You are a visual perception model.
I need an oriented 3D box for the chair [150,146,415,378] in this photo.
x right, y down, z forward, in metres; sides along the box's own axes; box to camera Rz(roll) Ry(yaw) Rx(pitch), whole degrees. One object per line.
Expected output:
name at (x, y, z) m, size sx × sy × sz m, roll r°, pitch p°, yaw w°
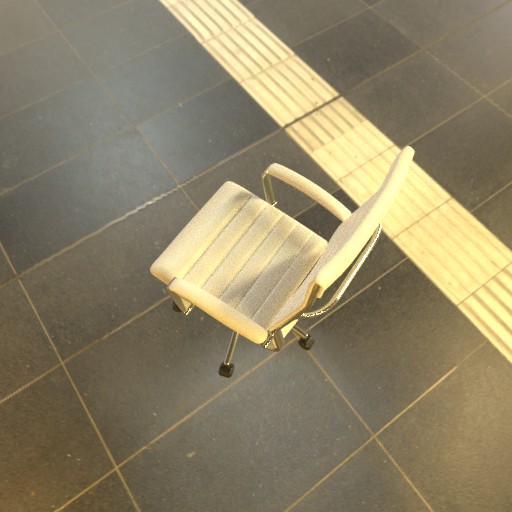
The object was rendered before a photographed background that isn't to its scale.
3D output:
chair at (0.000, 0.000, 1.563) m, size 0.679 × 1.149 × 0.679 m, roll 32°, pitch 68°, yaw 15°
